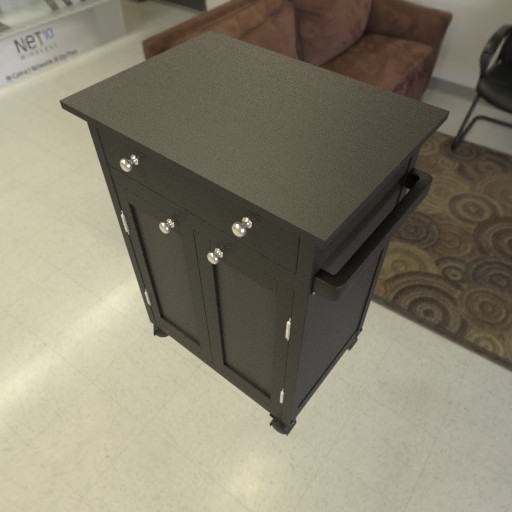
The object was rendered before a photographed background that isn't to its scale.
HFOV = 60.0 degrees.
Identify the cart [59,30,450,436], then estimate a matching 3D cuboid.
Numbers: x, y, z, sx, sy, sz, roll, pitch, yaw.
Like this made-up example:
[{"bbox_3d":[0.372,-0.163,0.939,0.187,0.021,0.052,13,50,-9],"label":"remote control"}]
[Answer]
[{"bbox_3d":[0.000,0.000,1.206,0.660,0.879,0.456,31,55,25],"label":"cart"}]
